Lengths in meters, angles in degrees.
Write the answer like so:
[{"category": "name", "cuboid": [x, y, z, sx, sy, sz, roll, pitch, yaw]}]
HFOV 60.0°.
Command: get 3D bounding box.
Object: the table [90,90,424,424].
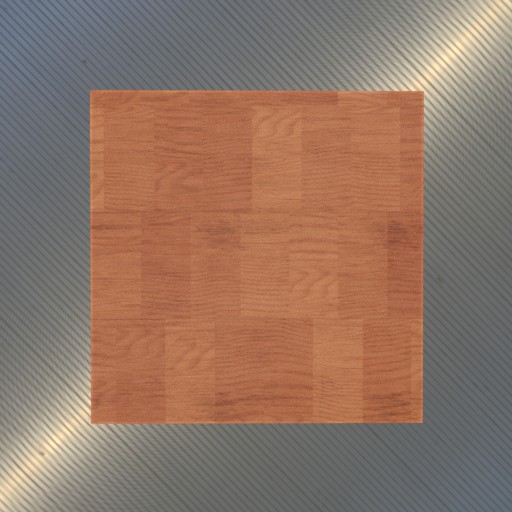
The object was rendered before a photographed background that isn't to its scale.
[{"category": "table", "cuboid": [0.000, 0.000, 1.362, 0.747, 0.738, 0.747, 0, 91, 0]}]
